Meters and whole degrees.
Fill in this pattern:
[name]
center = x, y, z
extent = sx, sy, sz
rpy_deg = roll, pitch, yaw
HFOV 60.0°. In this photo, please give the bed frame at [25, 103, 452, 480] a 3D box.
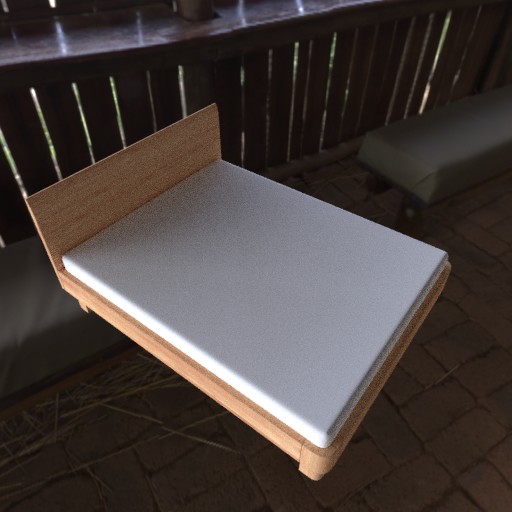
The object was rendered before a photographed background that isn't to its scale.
[bed frame]
center = 0.000, 0.000, 2.890
extent = 2.092, 0.940, 1.660
rpy_deg = 27, 49, 27
